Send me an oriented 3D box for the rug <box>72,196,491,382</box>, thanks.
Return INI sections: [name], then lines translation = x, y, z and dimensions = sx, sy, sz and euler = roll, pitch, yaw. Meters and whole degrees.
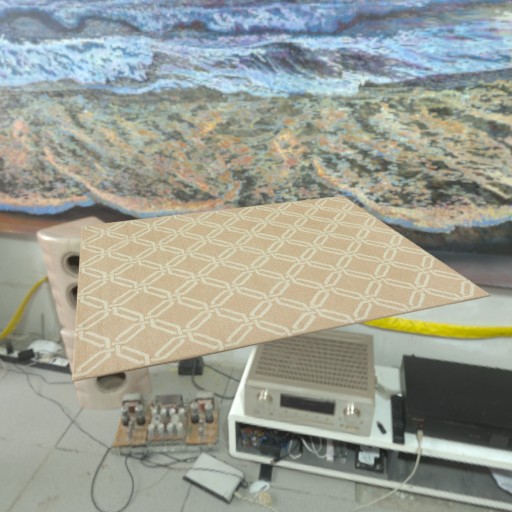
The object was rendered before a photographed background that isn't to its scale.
[rug]
translation = 0.000, 0.000, 3.831
dimensions = 2.895, 0.018, 2.288
euler = -8, 28, -16
